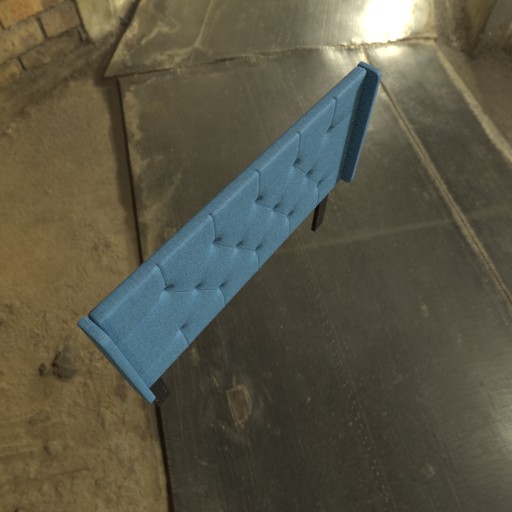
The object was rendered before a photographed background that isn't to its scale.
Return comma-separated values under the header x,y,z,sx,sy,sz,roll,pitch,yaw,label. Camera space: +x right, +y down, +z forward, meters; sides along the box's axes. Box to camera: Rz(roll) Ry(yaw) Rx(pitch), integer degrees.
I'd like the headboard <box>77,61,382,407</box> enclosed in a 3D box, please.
x,y,z,sx,sy,sz,roll,pitch,yaw,label
0.000,0.000,2.726,0.184,1.524,2.051,34,64,19,headboard
